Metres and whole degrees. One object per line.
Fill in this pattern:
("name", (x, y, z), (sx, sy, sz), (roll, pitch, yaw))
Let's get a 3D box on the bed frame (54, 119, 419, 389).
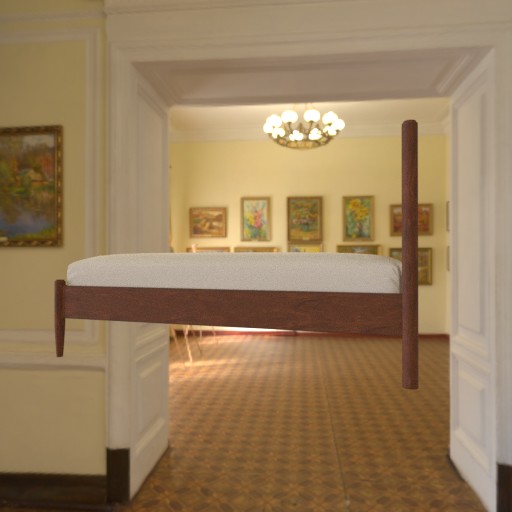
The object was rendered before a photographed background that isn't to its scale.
("bed frame", (0.000, 0.000, 3.294), (2.234, 1.321, 1.655), (0, 0, 19))
